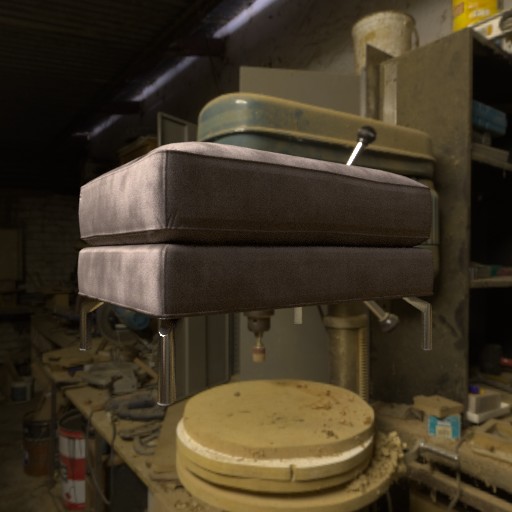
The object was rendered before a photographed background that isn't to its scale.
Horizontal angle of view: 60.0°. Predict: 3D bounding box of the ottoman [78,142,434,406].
[{"bbox_3d":[0.000,0.000,1.083,0.719,0.456,0.520,0,0,-35],"label":"ottoman"}]
